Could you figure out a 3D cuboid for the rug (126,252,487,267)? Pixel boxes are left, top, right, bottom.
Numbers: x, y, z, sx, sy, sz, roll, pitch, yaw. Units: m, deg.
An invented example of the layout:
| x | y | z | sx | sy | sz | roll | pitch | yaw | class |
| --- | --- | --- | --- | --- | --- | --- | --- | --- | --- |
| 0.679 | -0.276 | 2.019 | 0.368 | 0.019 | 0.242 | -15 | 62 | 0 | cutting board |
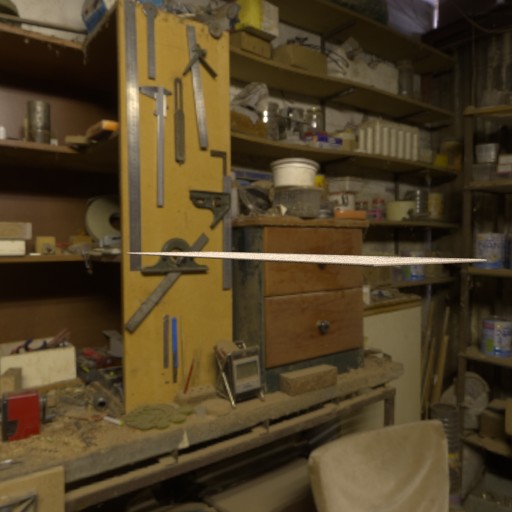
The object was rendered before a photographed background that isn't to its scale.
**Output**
| x | y | z | sx | sy | sz | roll | pitch | yaw | class |
| --- | --- | --- | --- | --- | --- | --- | --- | --- | --- |
| 0.000 | 0.000 | 2.723 | 0.769 | 0.012 | 2.448 | -1 | 2 | -36 | rug |
